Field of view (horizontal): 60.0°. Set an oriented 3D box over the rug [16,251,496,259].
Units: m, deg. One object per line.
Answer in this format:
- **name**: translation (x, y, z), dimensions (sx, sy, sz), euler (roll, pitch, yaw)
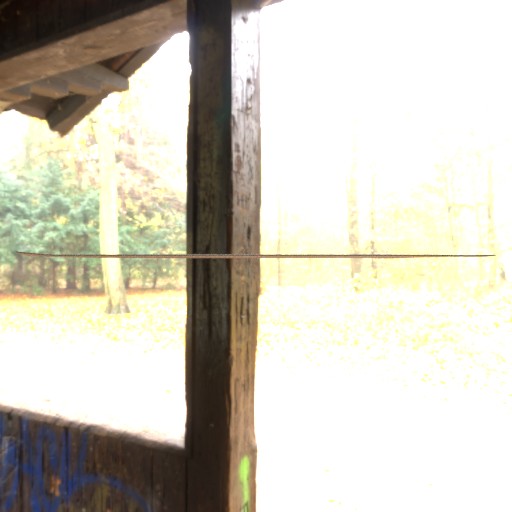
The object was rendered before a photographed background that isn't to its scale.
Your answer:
- **rug**: translation (0.000, 0.000, 2.389), dimensions (1.947, 0.023, 1.214), euler (0, -1, 0)
